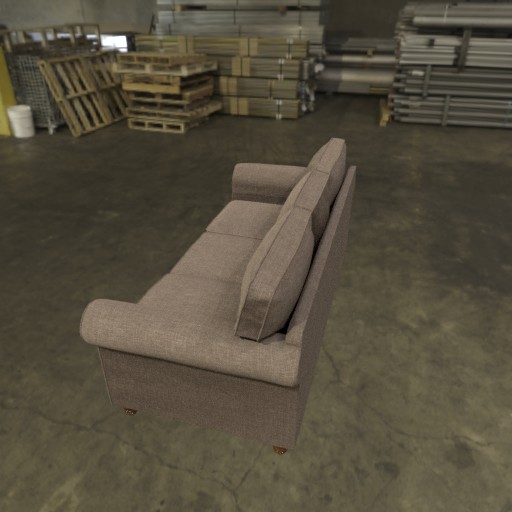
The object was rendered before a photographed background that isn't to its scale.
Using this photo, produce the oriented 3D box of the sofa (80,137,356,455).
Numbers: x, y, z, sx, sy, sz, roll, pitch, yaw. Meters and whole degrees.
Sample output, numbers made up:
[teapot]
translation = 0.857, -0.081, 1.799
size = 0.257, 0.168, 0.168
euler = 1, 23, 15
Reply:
[sofa]
translation = 0.000, 0.000, 2.596
size = 0.916, 0.961, 2.084
euler = 8, 31, 14
